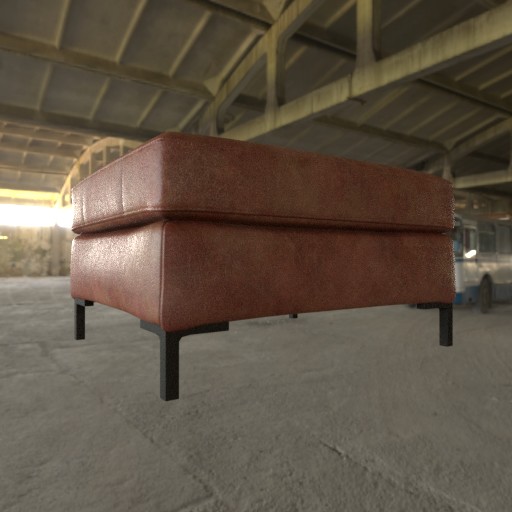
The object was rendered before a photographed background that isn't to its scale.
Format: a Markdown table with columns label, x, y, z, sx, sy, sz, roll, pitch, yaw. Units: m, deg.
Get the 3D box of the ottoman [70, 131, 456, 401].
| label | x | y | z | sx | sy | sz | roll | pitch | yaw |
| --- | --- | --- | --- | --- | --- | --- | --- | --- | --- |
| ottoman | 0.000 | 0.000 | 1.714 | 1.186 | 0.667 | 0.965 | 0 | 0 | -34 |
